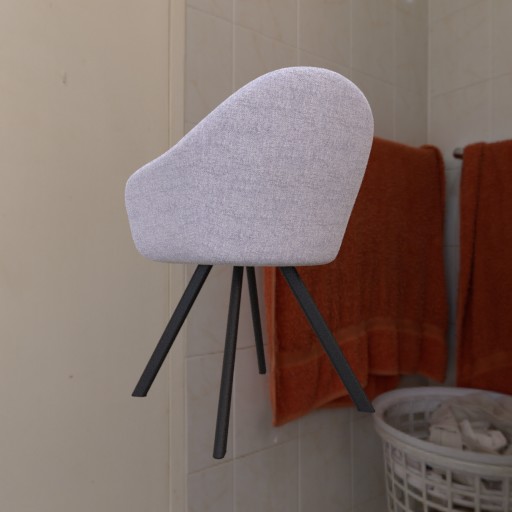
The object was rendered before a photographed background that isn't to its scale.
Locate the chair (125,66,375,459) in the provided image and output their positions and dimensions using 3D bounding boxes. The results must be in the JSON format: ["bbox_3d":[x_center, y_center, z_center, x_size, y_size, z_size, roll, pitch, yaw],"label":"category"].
[{"bbox_3d":[0.000,0.000,1.142,0.540,0.780,0.570,0,0,-35],"label":"chair"}]
